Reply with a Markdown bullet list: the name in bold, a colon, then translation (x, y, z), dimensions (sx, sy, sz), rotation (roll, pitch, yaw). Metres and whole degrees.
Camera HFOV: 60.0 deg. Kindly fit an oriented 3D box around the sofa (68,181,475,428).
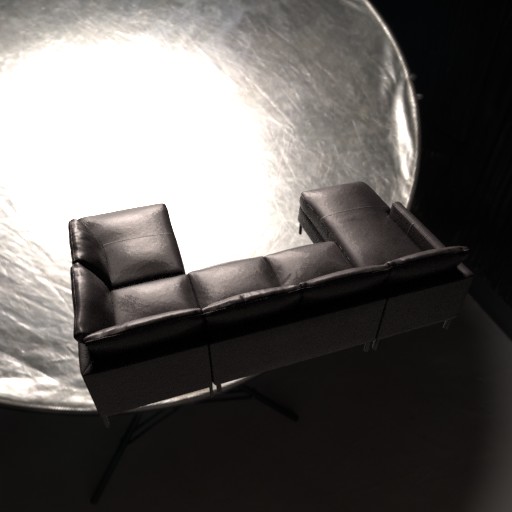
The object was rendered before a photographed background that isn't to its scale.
- **sofa**: translation (0.000, 0.000, 3.885), dimensions (2.956, 0.900, 1.939), rotation (-12, 43, -14)
